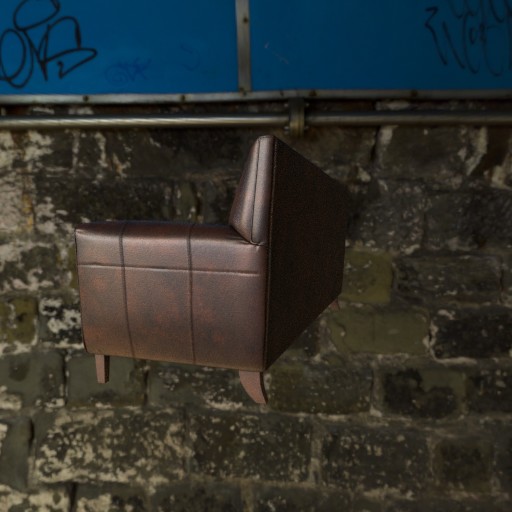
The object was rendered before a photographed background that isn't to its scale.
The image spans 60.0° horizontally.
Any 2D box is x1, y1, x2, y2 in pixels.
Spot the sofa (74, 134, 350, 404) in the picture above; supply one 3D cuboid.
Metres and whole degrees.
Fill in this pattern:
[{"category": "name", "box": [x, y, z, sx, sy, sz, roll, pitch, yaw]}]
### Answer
[{"category": "sofa", "box": [0.000, 0.000, 2.428, 0.786, 0.871, 1.995, 1, 4, 18]}]
